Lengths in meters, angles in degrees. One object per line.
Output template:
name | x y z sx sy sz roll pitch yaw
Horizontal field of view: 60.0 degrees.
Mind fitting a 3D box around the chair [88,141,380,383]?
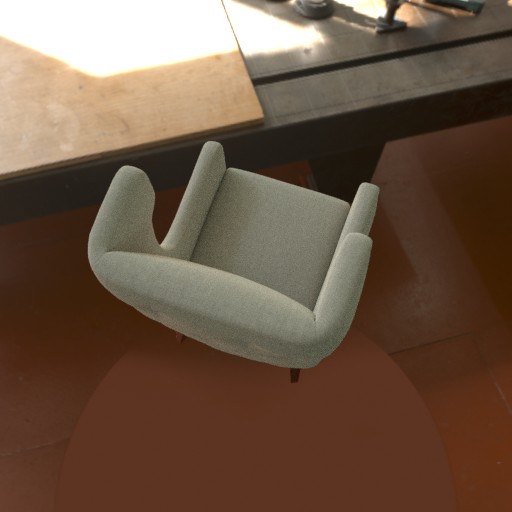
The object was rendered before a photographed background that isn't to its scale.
chair | 0.000 0.000 1.685 0.778 1.079 0.899 17 64 9
